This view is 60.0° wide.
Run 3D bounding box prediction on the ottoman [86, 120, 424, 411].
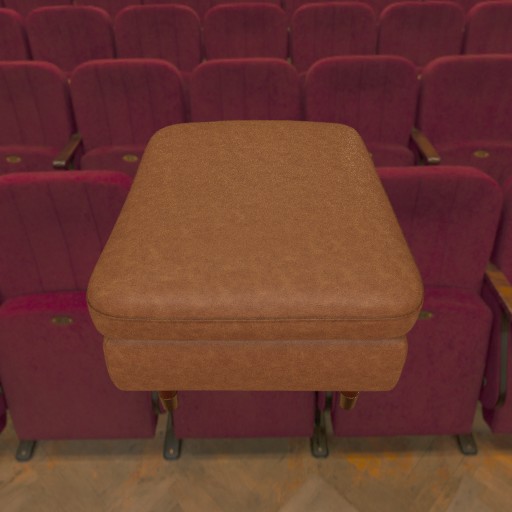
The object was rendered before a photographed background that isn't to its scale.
[{"bbox_3d":[0.000,0.000,1.102,0.593,0.478,0.747,0,39,0],"label":"ottoman"}]
